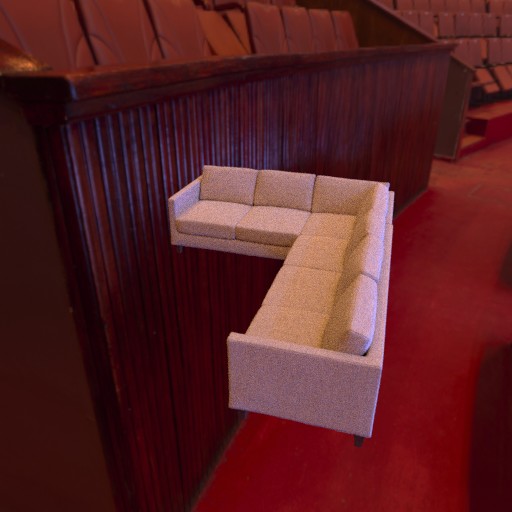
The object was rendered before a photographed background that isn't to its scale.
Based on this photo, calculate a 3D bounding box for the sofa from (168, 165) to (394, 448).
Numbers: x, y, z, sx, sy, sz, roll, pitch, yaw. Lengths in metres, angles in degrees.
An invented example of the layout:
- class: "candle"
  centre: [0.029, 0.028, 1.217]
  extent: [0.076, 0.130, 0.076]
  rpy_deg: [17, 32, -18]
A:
- class: "sofa"
  centre: [0.000, 0.000, 4.228]
  extent: [2.432, 0.863, 3.182]
  rpy_deg: [8, 28, 15]
